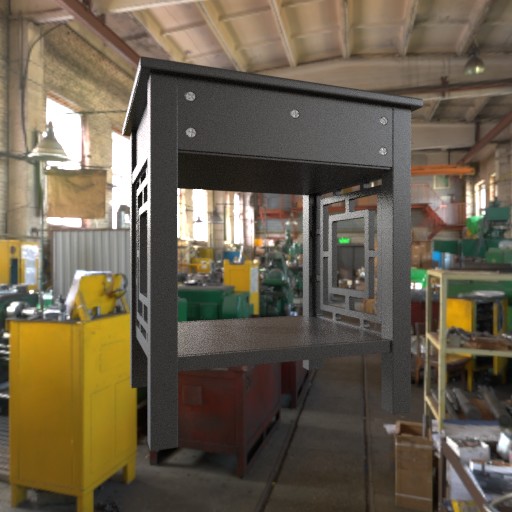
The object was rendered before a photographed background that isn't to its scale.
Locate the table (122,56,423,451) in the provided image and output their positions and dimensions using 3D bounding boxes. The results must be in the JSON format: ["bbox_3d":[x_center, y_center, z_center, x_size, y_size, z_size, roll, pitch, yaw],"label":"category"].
[{"bbox_3d":[0.000,0.000,1.022,0.564,0.646,0.451,0,0,-20],"label":"table"}]
